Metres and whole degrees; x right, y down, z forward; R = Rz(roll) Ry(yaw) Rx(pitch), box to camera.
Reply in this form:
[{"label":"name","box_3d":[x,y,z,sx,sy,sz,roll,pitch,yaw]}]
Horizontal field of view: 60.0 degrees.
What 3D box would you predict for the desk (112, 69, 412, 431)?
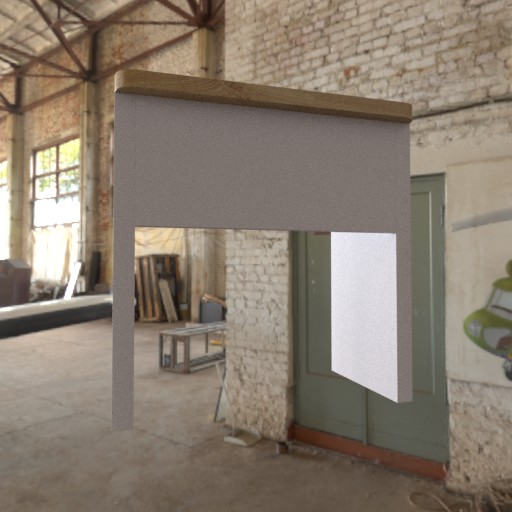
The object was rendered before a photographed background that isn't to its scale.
[{"label":"desk","box_3d":[0.000,0.000,1.252,0.760,0.790,0.440,0,-2,-17]}]
